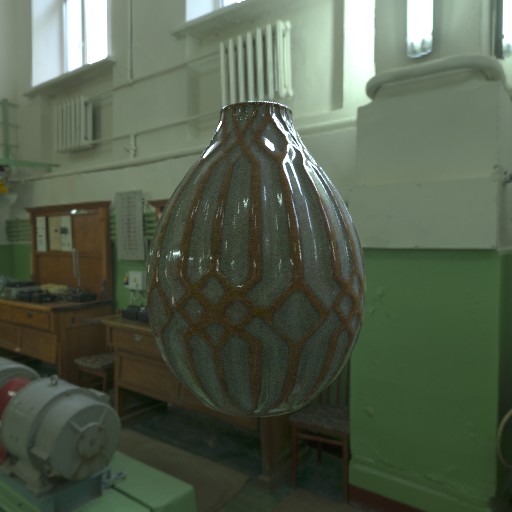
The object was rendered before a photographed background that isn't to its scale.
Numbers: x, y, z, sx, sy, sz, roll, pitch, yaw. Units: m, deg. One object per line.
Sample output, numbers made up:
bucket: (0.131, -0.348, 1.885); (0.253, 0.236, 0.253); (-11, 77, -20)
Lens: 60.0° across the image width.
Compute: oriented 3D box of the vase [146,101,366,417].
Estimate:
vase: (0.000, 0.000, 0.271); (0.131, 0.175, 0.131); (0, 2, 0)
